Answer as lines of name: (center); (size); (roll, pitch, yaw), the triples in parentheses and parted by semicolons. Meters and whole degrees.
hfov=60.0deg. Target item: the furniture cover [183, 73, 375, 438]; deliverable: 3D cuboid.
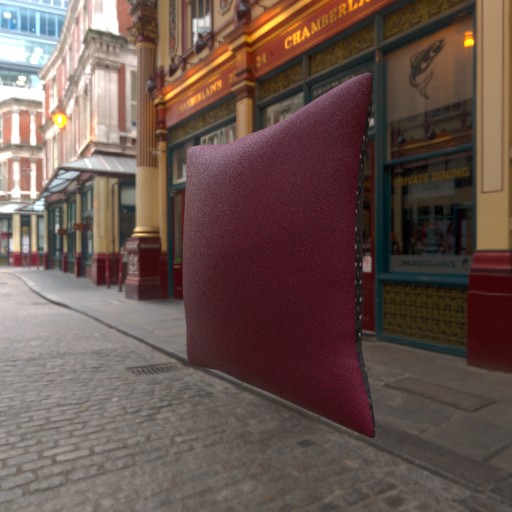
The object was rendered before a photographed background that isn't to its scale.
furniture cover: (0.000, 0.000, 0.830); (0.193, 0.509, 0.552); (0, 0, -36)
